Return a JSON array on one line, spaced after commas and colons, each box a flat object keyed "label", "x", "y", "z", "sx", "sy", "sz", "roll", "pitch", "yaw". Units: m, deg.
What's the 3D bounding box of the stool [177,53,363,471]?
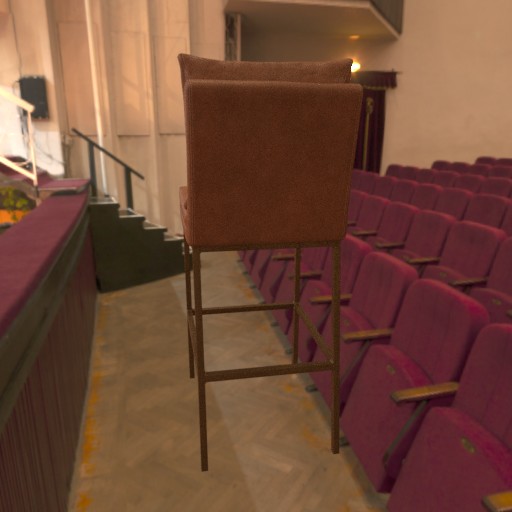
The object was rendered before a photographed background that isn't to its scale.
[{"label": "stool", "x": 0.000, "y": 0.000, "z": 1.420, "sx": 0.463, "sy": 1.124, "sz": 0.571, "roll": -3, "pitch": 16, "yaw": -10}]
